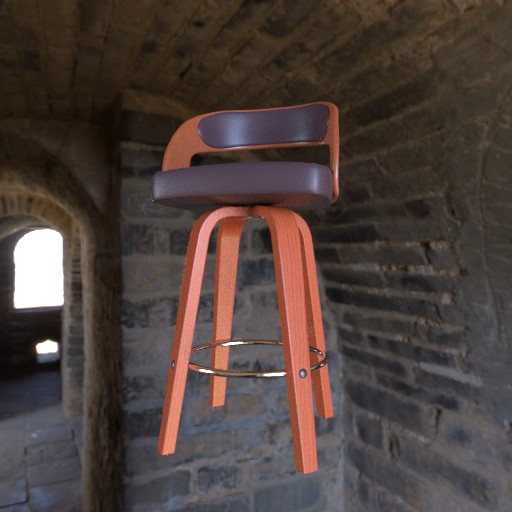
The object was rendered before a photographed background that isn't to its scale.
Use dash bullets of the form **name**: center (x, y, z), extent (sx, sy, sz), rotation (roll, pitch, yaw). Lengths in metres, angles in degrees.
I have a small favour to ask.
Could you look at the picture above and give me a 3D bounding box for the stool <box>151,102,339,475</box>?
- **stool**: center (0.000, 0.000, 1.196), extent (0.457, 0.940, 0.457), rotation (0, 0, 16)
